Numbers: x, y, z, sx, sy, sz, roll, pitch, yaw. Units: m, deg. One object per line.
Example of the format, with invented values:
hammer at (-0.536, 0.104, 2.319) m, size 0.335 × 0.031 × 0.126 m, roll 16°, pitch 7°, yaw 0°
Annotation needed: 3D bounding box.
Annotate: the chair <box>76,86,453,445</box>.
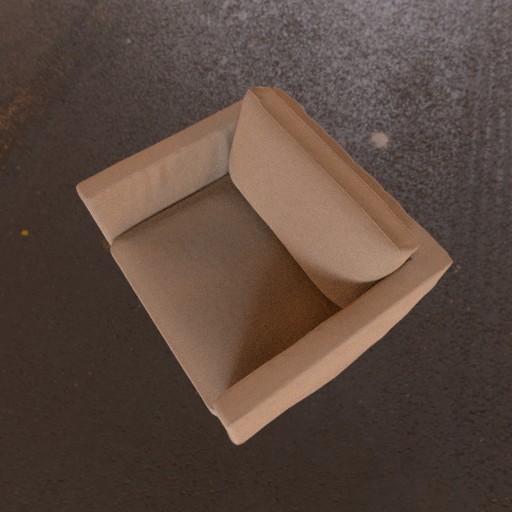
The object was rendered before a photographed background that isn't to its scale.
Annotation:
chair at (0.000, 0.000, 1.792) m, size 0.949 × 0.867 × 1.057 m, roll -32°, pitch 68°, yaw -15°
